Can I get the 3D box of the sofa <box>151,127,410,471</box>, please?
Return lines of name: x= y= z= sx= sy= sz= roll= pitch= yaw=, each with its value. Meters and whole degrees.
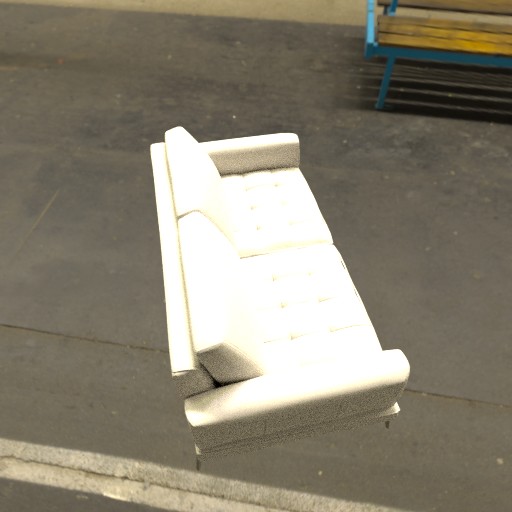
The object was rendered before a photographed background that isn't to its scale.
sofa: x=0.000 y=0.000 z=2.798 sx=1.121 sy=0.930 sz=2.177 roll=-9 pitch=49 yaw=-8
